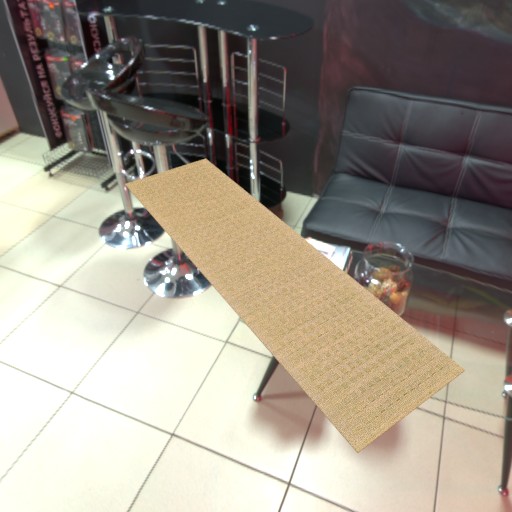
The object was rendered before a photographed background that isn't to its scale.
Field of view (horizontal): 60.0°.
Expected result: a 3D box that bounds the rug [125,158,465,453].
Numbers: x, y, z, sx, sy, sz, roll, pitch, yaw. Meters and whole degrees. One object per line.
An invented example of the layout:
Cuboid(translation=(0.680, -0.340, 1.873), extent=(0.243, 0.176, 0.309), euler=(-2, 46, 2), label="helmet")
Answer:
Cuboid(translation=(0.000, 0.000, 2.673), extent=(0.686, 0.006, 2.437), euler=(-24, 46, -25), label="rug")
